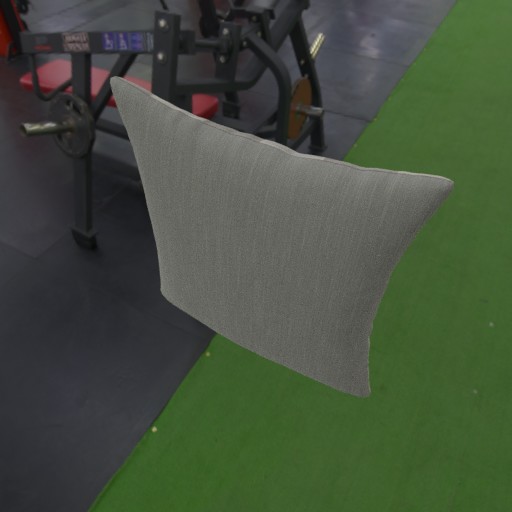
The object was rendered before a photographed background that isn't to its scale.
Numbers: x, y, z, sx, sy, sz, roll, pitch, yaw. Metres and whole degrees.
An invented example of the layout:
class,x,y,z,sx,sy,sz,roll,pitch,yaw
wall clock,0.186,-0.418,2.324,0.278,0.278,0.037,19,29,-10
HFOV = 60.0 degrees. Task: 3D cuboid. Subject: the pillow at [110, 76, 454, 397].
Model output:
class,x,y,z,sx,sy,sz,roll,pitch,yaw
pillow,0.000,0.000,0.760,0.511,0.509,0.161,24,51,21
